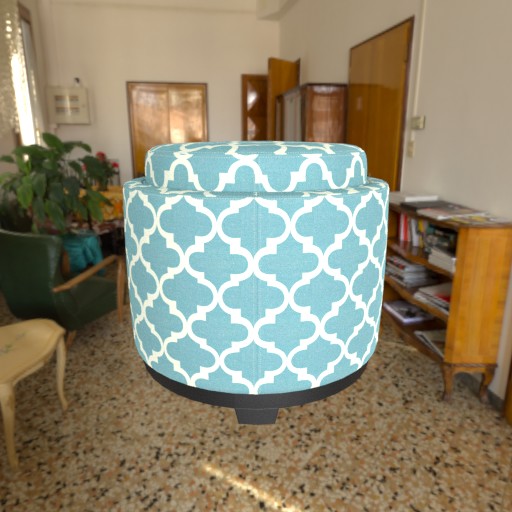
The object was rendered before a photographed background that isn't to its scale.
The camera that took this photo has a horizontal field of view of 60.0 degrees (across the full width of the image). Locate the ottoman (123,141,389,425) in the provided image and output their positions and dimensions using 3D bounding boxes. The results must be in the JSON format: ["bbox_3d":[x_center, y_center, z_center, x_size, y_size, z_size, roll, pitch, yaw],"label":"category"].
[{"bbox_3d":[0.000,0.000,0.855,0.480,0.429,0.480,0,15,0],"label":"ottoman"}]
